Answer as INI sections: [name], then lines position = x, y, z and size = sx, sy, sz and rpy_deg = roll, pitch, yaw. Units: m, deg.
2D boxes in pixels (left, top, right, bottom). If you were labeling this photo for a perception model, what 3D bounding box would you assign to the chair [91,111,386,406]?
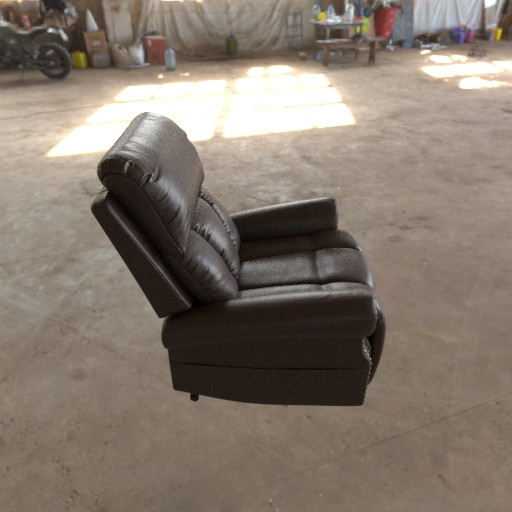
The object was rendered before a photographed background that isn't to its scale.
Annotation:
[chair]
position = 0.000, 0.000, 1.773
size = 0.978, 1.028, 0.869
rpy_deg = 0, 32, -1
